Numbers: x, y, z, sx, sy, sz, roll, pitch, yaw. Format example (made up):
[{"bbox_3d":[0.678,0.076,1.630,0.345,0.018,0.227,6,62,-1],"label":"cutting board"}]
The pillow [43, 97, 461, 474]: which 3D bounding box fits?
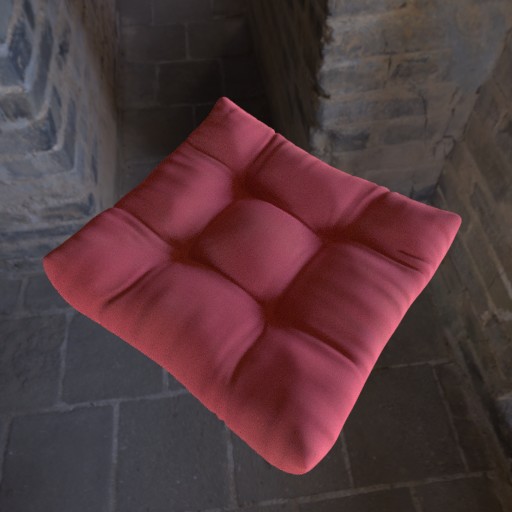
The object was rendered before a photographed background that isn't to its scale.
[{"bbox_3d":[0.000,0.000,0.710,0.490,0.128,0.468,32,64,18],"label":"pillow"}]
